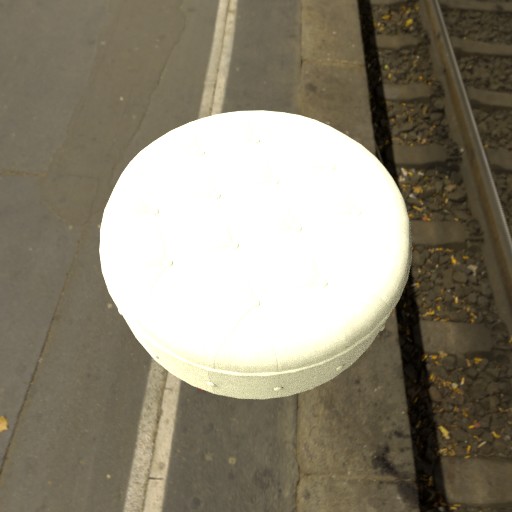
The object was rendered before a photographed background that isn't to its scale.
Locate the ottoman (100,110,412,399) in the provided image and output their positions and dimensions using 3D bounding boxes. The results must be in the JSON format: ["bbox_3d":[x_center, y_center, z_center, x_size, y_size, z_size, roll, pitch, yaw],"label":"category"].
[{"bbox_3d":[0.000,0.000,1.364,0.850,0.483,0.850,0,58,0],"label":"ottoman"}]
